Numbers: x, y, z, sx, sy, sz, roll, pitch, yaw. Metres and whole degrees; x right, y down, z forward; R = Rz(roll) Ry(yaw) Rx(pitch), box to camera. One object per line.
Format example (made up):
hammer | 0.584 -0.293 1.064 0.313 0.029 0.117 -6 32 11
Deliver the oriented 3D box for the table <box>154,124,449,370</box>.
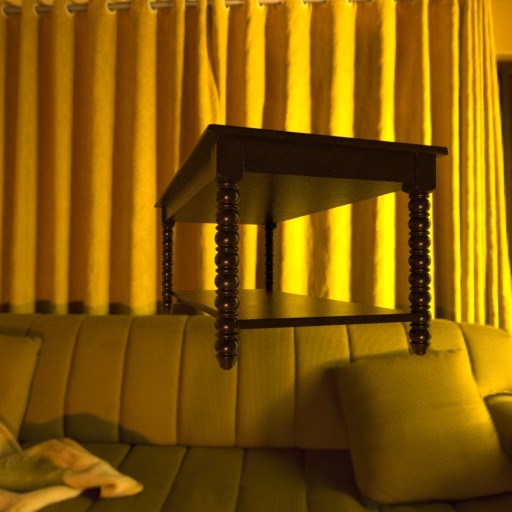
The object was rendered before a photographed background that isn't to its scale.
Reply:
table | 0.000 0.000 1.492 0.580 0.487 1.171 0 -1 -18
